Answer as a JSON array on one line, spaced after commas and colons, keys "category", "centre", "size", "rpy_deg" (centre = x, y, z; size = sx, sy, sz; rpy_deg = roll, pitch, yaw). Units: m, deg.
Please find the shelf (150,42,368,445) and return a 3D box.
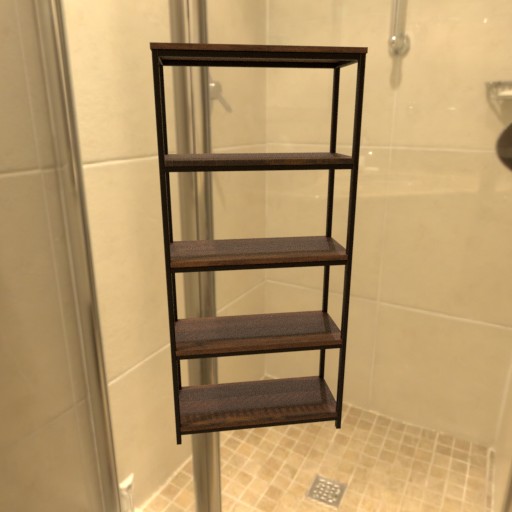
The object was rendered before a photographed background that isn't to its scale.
[{"category": "shelf", "centre": [0.000, 0.000, 2.200], "size": [0.874, 1.860, 0.359], "rpy_deg": [-2, 17, -8]}]
